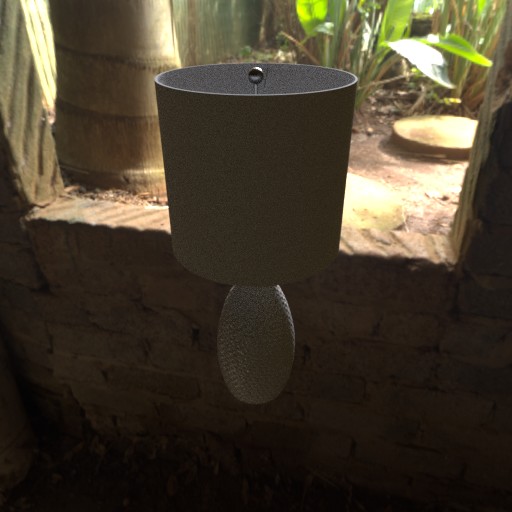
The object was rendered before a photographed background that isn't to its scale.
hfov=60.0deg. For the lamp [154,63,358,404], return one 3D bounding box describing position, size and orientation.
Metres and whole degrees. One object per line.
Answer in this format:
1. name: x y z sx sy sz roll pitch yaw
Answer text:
1. lamp: 0.000 0.000 0.590 0.214 0.466 0.214 -11 32 -18
